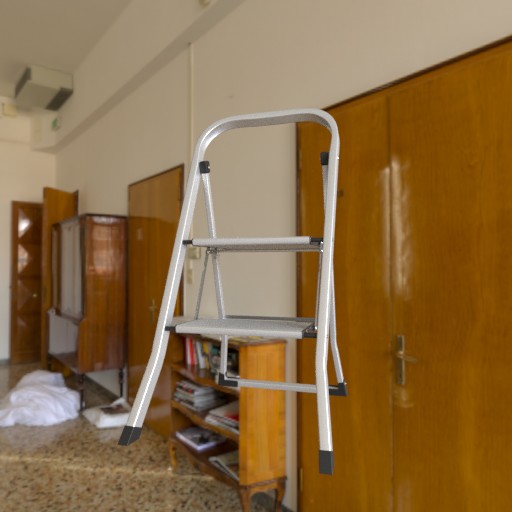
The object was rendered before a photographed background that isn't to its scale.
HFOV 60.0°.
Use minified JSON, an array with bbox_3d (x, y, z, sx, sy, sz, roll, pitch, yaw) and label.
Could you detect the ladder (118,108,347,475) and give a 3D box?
[{"bbox_3d":[0.000,0.000,1.155,0.465,0.830,0.530,0,-1,18],"label":"ladder"}]
